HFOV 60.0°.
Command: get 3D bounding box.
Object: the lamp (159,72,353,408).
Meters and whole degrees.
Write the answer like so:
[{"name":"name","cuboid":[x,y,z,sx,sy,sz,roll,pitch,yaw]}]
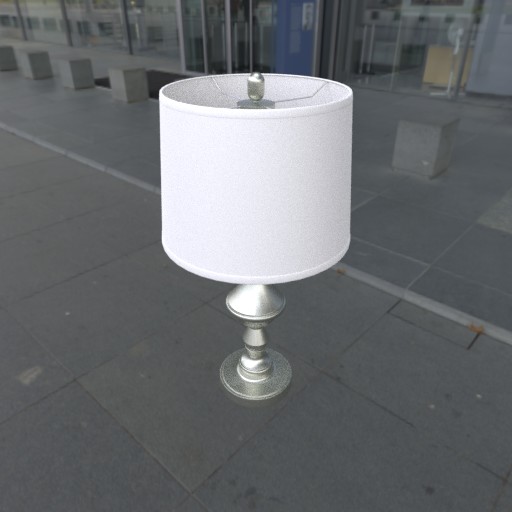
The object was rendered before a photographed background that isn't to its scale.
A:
[{"name":"lamp","cuboid":[0.000,0.000,0.947,0.383,0.733,0.383,0,31,0]}]
